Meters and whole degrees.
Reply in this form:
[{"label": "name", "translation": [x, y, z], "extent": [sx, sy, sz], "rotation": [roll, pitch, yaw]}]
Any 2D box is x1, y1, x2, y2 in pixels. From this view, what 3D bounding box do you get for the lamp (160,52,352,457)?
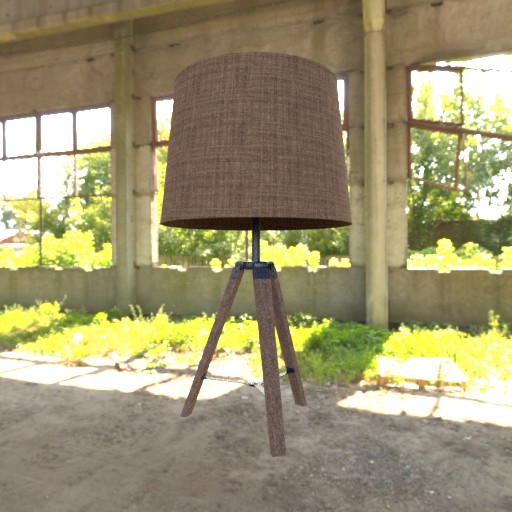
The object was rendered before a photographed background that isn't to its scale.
[{"label": "lamp", "translation": [0.000, 0.000, 0.682], "extent": [0.290, 0.514, 0.290], "rotation": [0, 0, 0]}]
